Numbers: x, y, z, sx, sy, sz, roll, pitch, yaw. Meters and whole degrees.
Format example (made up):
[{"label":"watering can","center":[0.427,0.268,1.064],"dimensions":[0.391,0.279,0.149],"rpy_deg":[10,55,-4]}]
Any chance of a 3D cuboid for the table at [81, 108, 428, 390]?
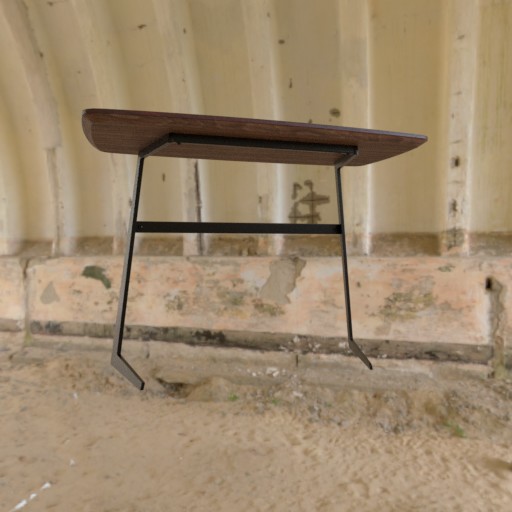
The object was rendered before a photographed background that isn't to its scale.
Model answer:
[{"label":"table","center":[0.000,0.000,1.110],"dimensions":[0.804,0.576,0.361],"rpy_deg":[0,1,-16]}]
